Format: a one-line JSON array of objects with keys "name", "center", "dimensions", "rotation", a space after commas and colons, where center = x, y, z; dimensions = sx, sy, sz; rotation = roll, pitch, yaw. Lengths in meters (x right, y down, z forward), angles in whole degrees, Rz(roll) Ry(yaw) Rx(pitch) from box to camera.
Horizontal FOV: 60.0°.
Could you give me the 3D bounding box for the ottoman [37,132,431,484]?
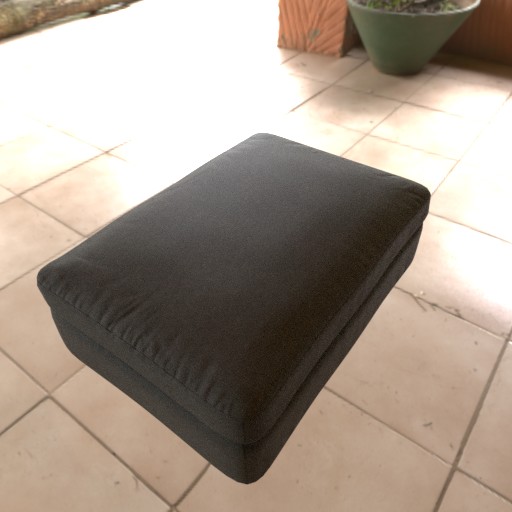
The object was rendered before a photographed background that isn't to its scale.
[{"name": "ottoman", "center": [0.000, 0.000, 1.579], "dimensions": [0.840, 0.429, 1.199], "rotation": [26, 48, 26]}]
